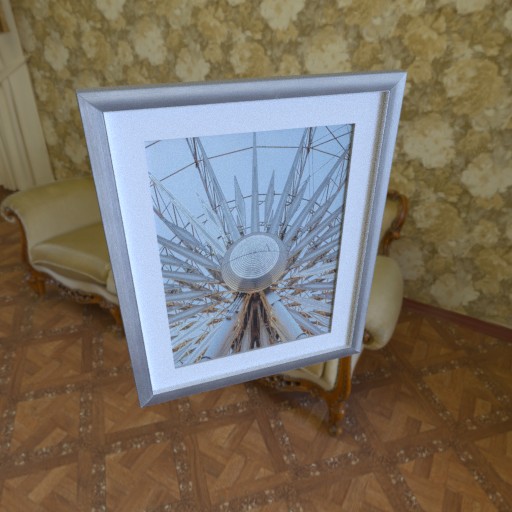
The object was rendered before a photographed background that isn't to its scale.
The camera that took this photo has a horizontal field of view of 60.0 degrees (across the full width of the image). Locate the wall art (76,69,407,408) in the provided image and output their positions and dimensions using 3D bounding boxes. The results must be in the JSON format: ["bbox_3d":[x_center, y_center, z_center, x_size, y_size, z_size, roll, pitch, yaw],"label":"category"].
[{"bbox_3d":[0.000,0.000,0.742,0.458,0.558,0.029,-10,33,-15],"label":"wall art"}]
